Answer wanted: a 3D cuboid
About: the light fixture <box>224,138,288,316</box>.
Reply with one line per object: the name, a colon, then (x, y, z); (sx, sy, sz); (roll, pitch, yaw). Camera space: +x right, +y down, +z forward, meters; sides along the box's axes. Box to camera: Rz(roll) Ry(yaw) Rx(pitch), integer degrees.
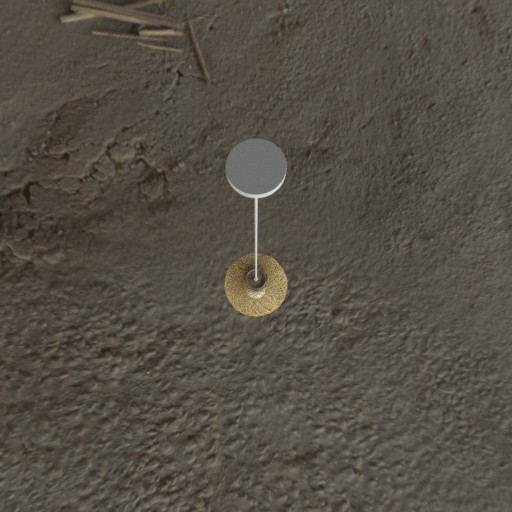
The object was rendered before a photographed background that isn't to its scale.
light fixture: (0.000, 0.000, 2.100); (0.407, 1.955, 0.406); (18, 77, 4)
